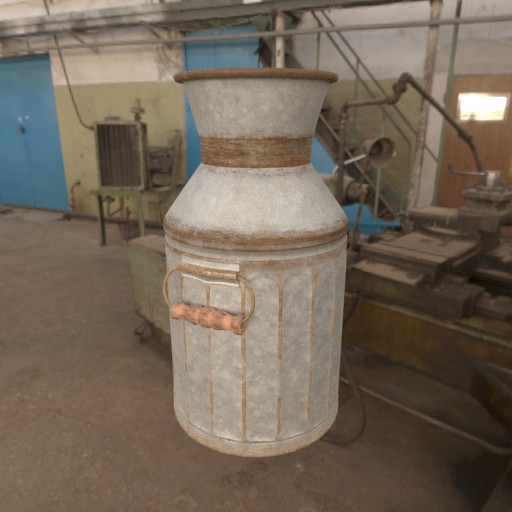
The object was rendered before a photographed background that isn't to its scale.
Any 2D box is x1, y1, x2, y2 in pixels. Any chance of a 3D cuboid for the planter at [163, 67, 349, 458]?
[{"bbox_3d":[0.000,0.000,0.523,0.214,0.396,0.245,9,20,25],"label":"planter"}]
